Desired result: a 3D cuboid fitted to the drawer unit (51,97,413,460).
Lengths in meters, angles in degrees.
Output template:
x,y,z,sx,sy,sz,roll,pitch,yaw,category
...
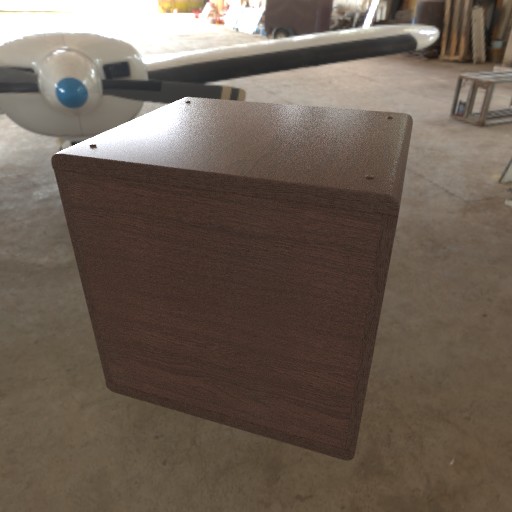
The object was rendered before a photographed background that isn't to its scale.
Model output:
x,y,z,sx,sy,sz,roll,pitch,yaw,category
0.000,0.000,0.604,0.344,0.344,0.290,10,32,16,drawer unit
